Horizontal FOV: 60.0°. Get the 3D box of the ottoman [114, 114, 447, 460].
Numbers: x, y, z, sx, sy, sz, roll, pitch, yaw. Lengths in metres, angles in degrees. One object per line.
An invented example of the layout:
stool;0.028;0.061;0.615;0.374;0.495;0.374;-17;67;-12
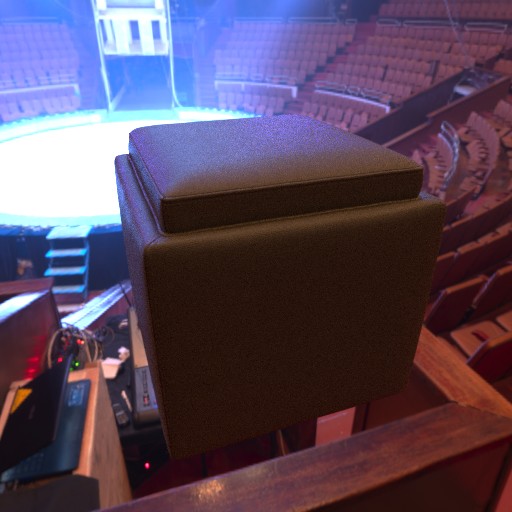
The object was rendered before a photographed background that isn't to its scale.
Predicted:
ottoman;0.000;0.000;0.826;0.450;0.460;0.451;-10;29;-18
